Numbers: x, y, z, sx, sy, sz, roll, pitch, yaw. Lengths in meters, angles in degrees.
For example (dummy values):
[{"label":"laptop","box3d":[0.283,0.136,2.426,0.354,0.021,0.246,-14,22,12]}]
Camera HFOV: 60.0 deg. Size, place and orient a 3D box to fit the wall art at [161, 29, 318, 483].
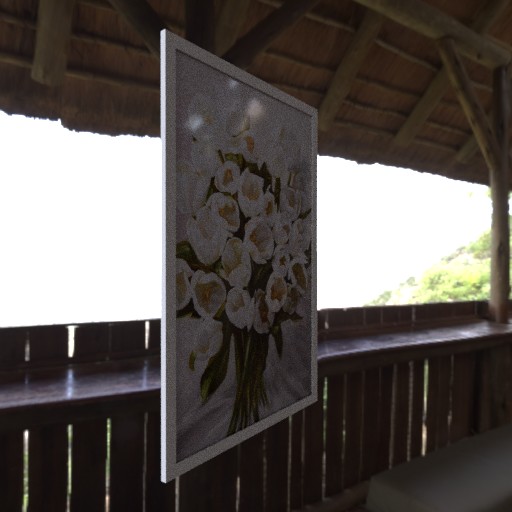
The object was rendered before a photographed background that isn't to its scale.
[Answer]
[{"label":"wall art","box3d":[0.000,0.000,1.211,0.015,0.965,0.660,0,0,37]}]
